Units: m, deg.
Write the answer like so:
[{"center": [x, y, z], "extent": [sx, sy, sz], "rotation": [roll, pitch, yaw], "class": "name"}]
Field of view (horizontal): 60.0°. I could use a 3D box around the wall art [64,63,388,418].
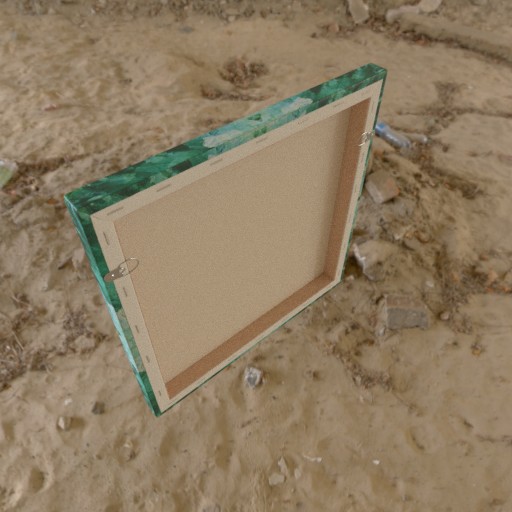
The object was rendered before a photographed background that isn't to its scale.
[{"center": [0.000, 0.000, 0.756], "extent": [0.507, 0.508, 0.038], "rotation": [-32, 54, -26], "class": "wall art"}]
